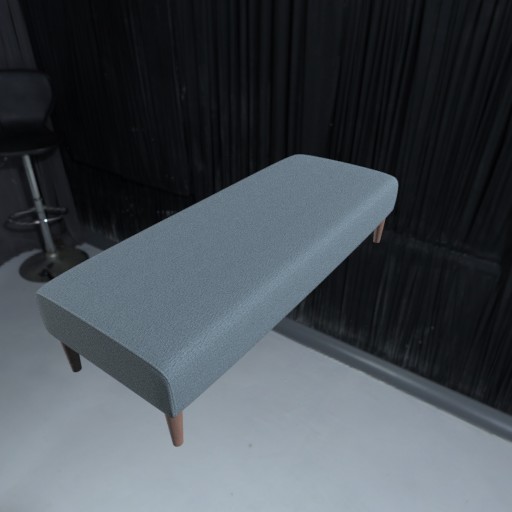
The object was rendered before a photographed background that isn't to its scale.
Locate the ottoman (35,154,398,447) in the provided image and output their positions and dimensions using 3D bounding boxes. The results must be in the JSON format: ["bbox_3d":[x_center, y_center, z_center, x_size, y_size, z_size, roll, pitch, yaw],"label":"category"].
[{"bbox_3d":[0.000,0.000,1.898,0.646,0.393,1.609,21,38,30],"label":"ottoman"}]
